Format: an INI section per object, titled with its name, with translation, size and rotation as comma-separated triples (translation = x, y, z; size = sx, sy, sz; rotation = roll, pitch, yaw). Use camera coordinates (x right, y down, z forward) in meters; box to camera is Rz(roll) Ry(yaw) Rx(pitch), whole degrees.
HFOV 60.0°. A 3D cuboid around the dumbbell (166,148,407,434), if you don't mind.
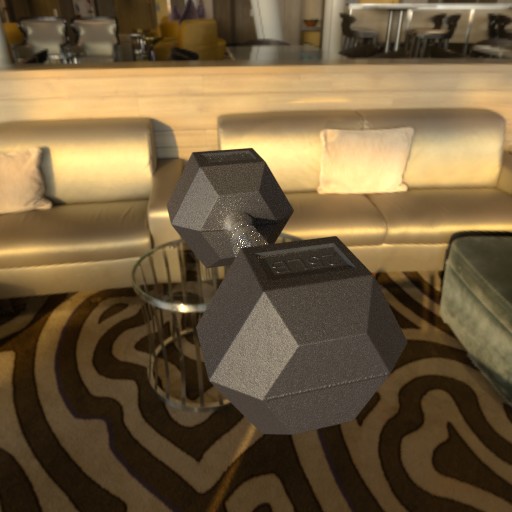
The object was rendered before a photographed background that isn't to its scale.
[dumbbell]
translation = 0.000, 0.000, 0.385
size = 0.129, 0.113, 0.315
rotation = -8, 30, -13
